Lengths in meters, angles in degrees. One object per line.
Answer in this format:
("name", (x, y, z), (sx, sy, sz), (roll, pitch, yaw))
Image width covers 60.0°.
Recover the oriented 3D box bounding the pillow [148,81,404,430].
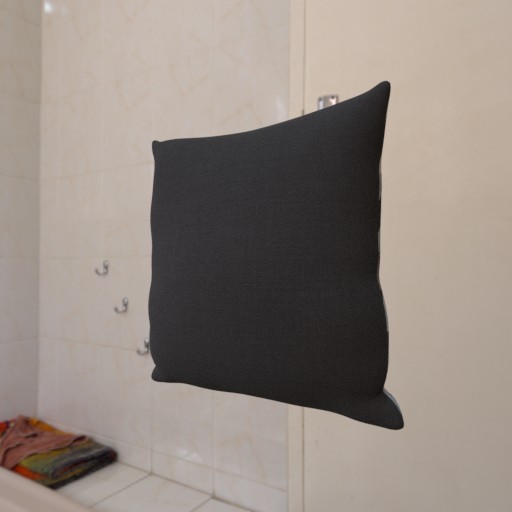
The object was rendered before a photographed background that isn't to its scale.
("pillow", (0.000, 0.000, 0.768), (0.503, 0.496, 0.208), (-1, -2, 34))
